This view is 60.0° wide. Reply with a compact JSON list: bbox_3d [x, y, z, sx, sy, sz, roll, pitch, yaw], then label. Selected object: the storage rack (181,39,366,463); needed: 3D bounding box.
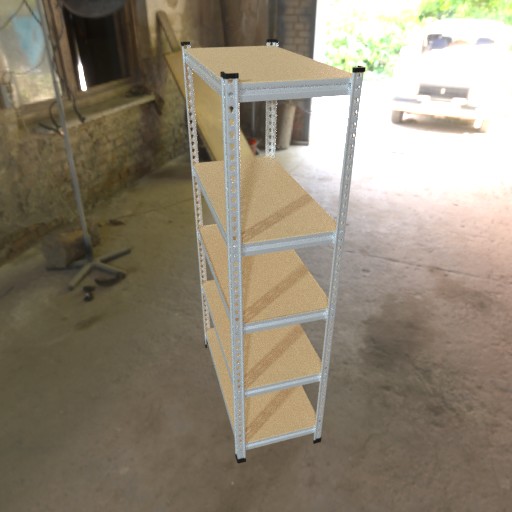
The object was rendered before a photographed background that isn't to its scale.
[{"bbox_3d":[0.000,0.000,2.174,0.457,1.829,0.914,-8,32,-14],"label":"storage rack"}]
